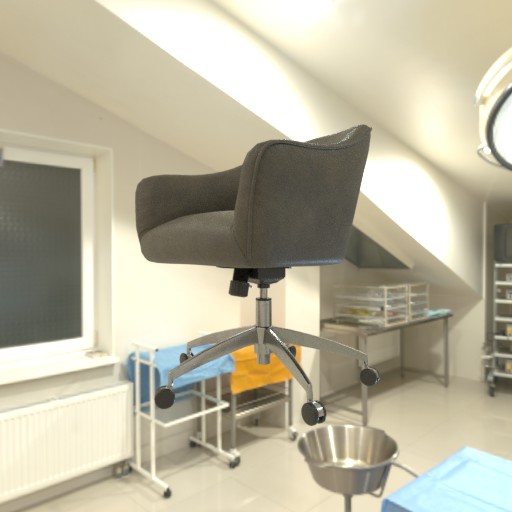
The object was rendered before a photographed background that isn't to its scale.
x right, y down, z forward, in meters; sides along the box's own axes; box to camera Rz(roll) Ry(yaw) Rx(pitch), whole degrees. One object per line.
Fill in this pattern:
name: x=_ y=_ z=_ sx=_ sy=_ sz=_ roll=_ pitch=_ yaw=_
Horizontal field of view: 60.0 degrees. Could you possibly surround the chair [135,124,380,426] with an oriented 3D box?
chair: x=0.000 y=0.000 z=1.399 sx=0.689 sy=0.827 sz=0.713 roll=-1 pitch=1 yaw=-38
